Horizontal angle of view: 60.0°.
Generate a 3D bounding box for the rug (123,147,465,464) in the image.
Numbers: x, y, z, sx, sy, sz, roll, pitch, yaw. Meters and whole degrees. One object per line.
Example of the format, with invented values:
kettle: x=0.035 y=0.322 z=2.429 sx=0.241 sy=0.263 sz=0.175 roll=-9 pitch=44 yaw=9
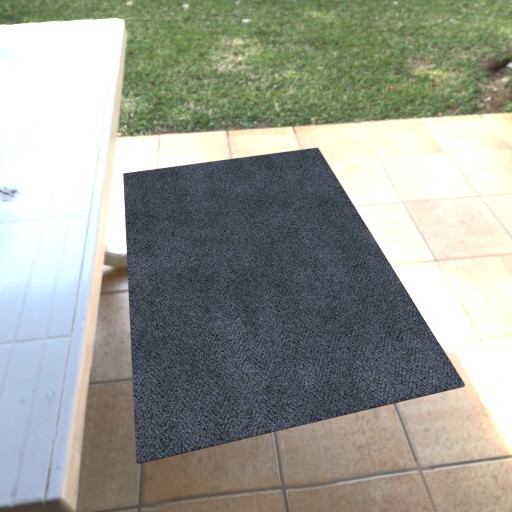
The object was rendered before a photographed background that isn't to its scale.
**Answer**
rug: x=0.000 y=0.000 z=2.822 sx=1.600 sy=0.008 sz=2.235 roll=-10 pitch=46 yaw=-9
